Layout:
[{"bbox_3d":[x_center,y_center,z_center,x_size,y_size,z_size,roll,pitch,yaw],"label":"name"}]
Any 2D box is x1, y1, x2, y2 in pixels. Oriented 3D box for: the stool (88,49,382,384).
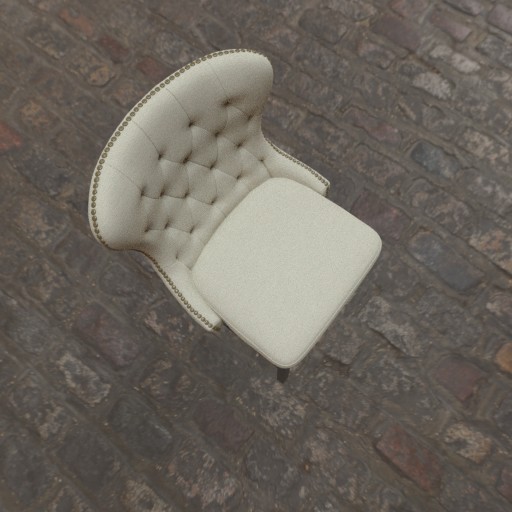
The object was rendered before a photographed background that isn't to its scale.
[{"bbox_3d":[0.000,0.000,1.282,0.593,0.971,0.528,37,77,10],"label":"stool"}]
